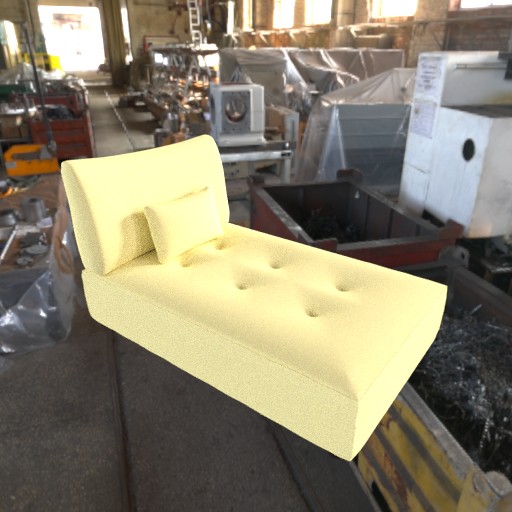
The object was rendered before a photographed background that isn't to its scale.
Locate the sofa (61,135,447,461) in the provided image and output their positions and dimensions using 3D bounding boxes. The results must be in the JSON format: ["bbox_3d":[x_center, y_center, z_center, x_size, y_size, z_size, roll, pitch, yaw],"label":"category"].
[{"bbox_3d":[0.000,0.000,1.986,1.450,0.820,0.930,18,31,33],"label":"sofa"}]
